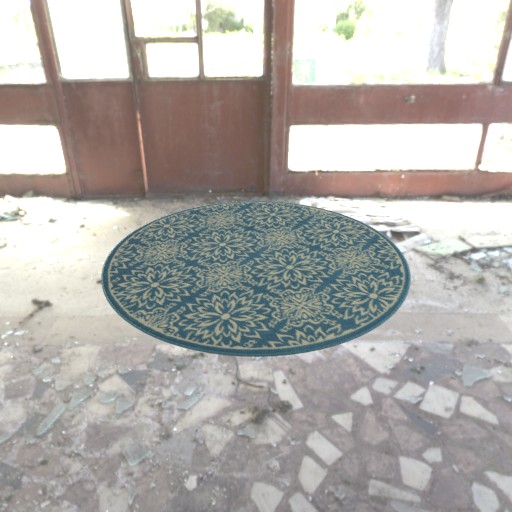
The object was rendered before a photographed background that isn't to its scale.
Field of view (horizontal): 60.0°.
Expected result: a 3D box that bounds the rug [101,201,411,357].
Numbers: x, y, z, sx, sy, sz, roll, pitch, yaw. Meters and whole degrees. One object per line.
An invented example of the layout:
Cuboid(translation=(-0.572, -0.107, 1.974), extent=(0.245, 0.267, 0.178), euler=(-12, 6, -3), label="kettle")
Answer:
Cuboid(translation=(0.000, 0.000, 2.384), extent=(1.593, 0.012, 1.593), euler=(0, 29, 0), label="rug")
